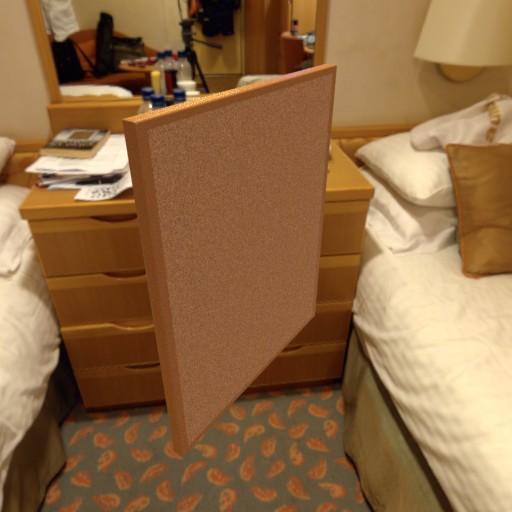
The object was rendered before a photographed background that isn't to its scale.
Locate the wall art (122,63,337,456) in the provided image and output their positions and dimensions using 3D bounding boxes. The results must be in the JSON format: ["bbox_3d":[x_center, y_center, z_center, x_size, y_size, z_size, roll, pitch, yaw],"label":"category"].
[{"bbox_3d":[0.000,0.000,0.517,0.015,0.379,0.310,20,37,30],"label":"wall art"}]
